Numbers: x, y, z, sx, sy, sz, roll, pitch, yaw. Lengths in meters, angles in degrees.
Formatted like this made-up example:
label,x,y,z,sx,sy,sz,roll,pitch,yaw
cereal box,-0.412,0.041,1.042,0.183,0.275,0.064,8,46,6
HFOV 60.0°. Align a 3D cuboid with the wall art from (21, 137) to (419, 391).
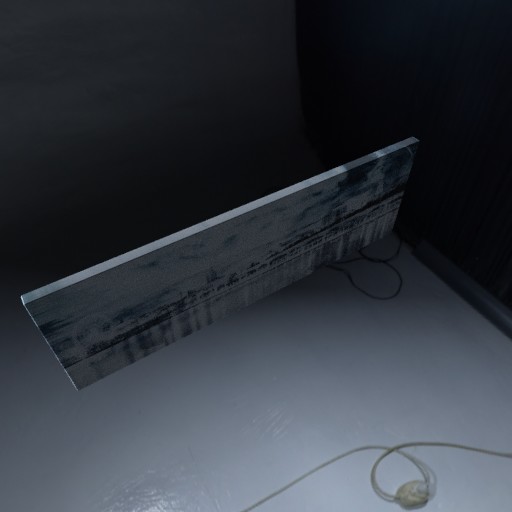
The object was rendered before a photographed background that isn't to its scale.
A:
label,x,y,z,sx,sy,sz,roll,pitch,yaw
wall art,0.000,0.000,1.685,1.524,0.509,0.037,-25,51,-22
